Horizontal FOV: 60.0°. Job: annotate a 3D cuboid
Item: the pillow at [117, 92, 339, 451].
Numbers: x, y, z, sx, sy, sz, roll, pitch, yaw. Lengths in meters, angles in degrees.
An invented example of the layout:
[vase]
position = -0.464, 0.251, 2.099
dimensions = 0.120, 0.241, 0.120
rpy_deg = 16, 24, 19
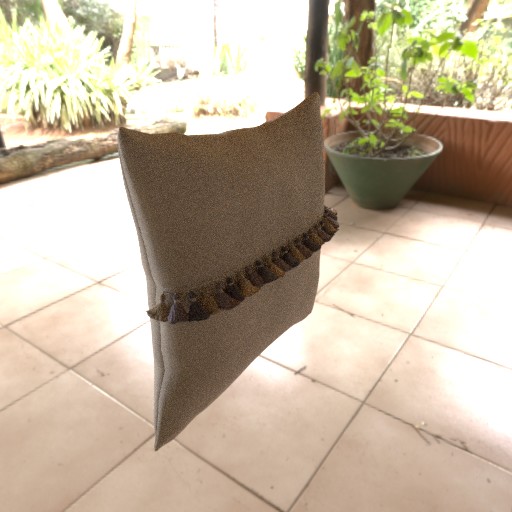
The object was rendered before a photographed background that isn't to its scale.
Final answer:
[pillow]
position = 0.000, 0.000, 0.741
dimensions = 0.165, 0.481, 0.489
rpy_deg = 17, 30, 31
